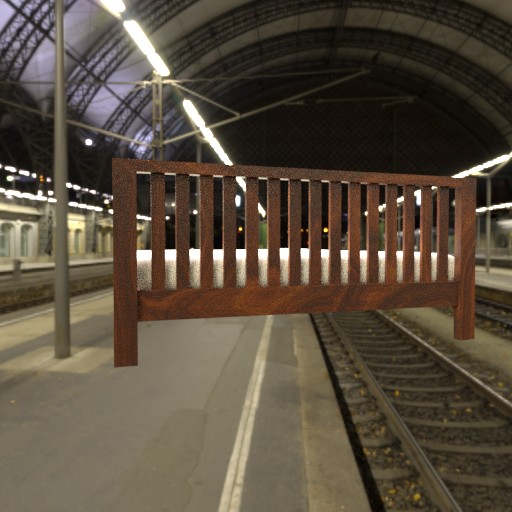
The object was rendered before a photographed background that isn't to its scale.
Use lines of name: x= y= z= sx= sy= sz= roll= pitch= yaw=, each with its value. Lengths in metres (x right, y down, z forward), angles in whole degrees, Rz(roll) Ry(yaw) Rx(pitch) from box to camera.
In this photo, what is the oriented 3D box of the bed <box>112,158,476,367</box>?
bed: x=0.000 y=0.000 z=3.134 sx=1.905 sy=0.890 sz=2.030 roll=0 pitch=2 yaw=-17
